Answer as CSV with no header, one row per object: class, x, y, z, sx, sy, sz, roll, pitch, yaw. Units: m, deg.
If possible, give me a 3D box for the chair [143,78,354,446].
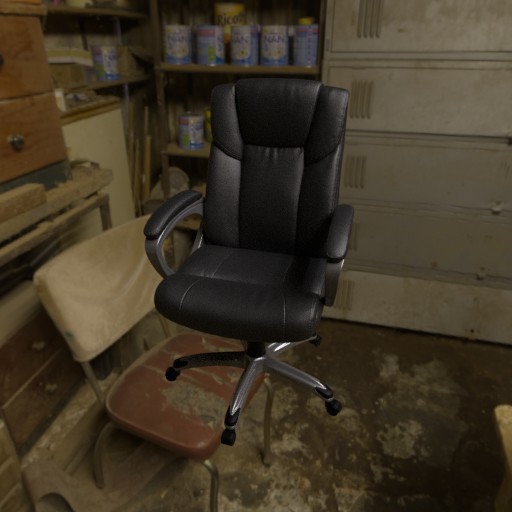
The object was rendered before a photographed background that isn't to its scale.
chair,0.000,0.000,1.573,0.721,1.130,0.719,8,27,16
